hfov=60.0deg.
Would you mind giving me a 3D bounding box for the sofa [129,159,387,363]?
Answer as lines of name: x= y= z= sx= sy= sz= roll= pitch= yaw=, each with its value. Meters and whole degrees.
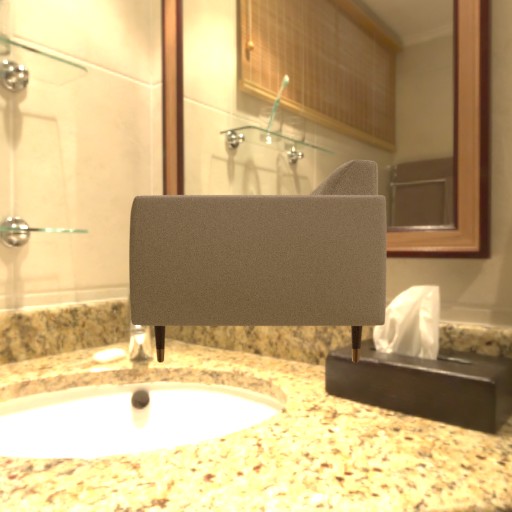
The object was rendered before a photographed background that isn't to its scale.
sofa: x=0.000 y=0.000 z=2.758 sx=0.990 sy=0.821 sz=2.291 roll=0 pitch=1 yaw=0
